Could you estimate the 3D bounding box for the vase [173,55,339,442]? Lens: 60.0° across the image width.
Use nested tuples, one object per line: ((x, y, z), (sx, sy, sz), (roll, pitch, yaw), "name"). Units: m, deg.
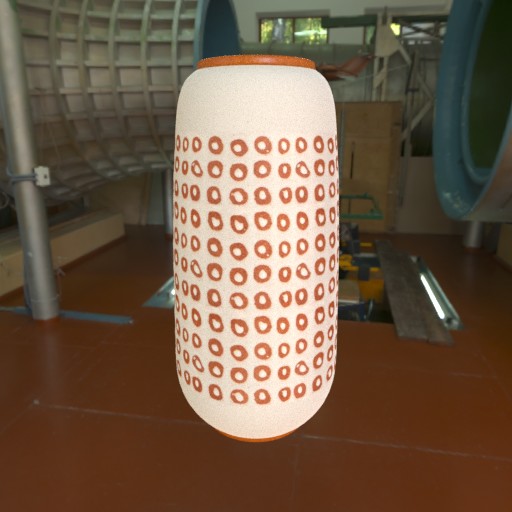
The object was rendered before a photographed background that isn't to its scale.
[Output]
((0.000, 0.000, 0.351), (0.133, 0.282, 0.133), (0, 17, 0), "vase")
